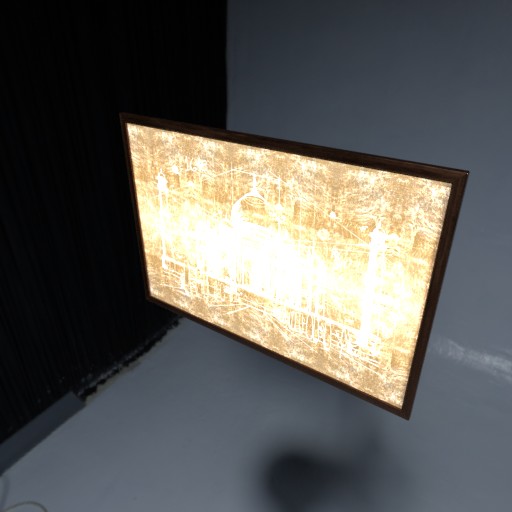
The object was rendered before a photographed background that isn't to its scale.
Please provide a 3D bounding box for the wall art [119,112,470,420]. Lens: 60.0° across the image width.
[{"bbox_3d":[0.000,0.000,1.037,0.816,0.559,0.014,18,34,30],"label":"wall art"}]
